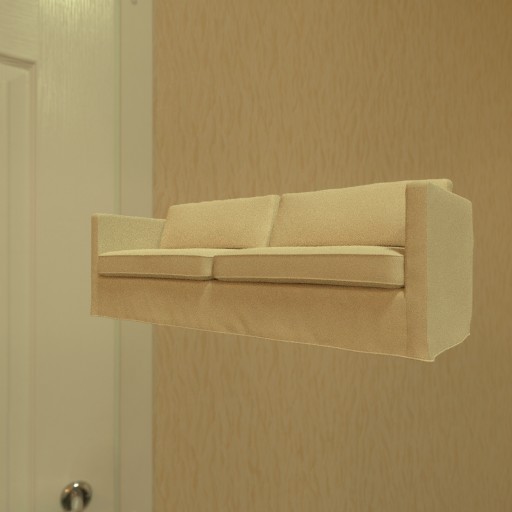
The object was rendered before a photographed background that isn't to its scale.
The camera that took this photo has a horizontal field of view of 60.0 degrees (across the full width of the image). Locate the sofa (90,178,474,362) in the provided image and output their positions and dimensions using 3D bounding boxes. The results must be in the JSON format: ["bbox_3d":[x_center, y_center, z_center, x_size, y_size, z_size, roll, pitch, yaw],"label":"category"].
[{"bbox_3d":[0.000,0.000,3.274,2.779,0.999,1.036,0,0,37],"label":"sofa"}]
